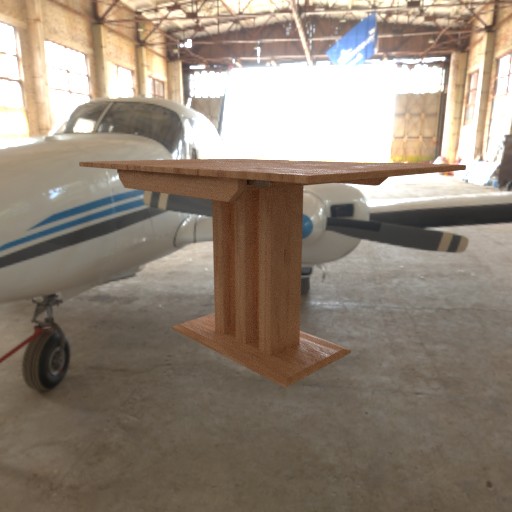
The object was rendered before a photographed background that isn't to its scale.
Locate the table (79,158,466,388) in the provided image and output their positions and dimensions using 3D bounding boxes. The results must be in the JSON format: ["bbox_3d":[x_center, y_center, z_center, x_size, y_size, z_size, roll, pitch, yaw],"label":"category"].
[{"bbox_3d":[0.000,0.000,1.876,0.900,0.770,1.300,-13,19,-42],"label":"table"}]
